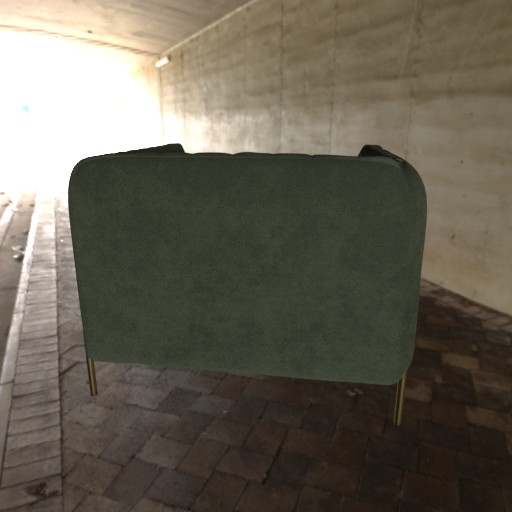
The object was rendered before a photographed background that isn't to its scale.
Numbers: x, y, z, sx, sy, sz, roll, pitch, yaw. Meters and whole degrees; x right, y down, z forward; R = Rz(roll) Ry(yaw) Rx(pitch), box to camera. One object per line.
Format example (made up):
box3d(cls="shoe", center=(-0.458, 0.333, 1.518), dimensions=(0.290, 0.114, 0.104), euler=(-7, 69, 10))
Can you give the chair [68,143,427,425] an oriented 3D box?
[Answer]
box3d(cls="chair", center=(0.000, 0.000, 1.639), dimensions=(1.032, 0.794, 0.877), euler=(3, 17, 8))
